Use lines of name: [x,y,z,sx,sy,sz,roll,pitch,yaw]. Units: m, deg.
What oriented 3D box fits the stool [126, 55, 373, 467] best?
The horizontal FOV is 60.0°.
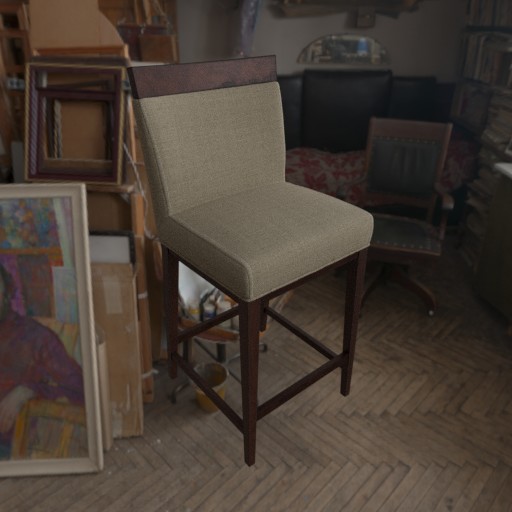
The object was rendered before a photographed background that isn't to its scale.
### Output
stool: [0.000,0.000,1.280,0.463,1.011,0.480,-22,36,-33]
